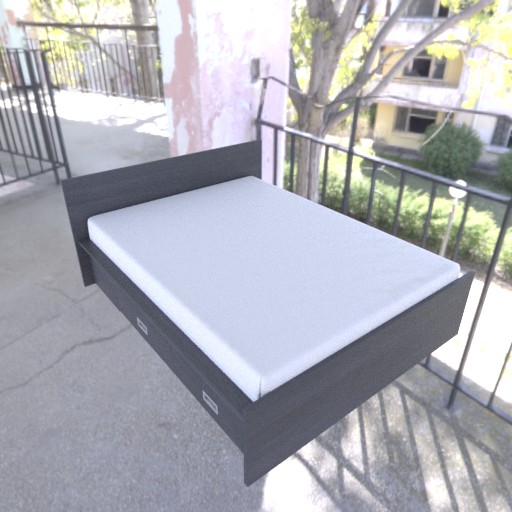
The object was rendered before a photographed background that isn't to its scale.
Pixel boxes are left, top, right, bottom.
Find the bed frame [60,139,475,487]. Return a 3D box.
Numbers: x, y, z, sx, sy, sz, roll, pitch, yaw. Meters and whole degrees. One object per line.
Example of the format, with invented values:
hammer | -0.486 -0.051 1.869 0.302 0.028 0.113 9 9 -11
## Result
bed frame | 0.000 0.000 2.771 1.622 0.800 1.960 -21 35 -33
